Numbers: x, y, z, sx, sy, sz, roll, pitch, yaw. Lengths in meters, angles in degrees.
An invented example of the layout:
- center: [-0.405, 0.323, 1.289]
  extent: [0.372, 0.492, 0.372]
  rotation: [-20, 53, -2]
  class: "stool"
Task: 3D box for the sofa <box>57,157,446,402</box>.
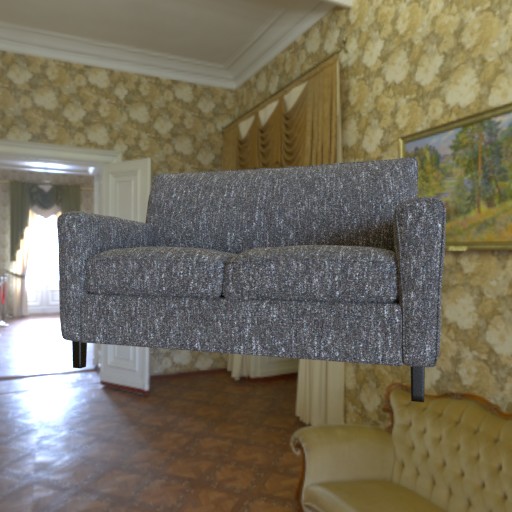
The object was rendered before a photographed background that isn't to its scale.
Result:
- center: [0.000, 0.000, 1.990]
  extent: [1.519, 0.946, 0.801]
  rotation: [0, 0, 19]
  class: "sofa"
